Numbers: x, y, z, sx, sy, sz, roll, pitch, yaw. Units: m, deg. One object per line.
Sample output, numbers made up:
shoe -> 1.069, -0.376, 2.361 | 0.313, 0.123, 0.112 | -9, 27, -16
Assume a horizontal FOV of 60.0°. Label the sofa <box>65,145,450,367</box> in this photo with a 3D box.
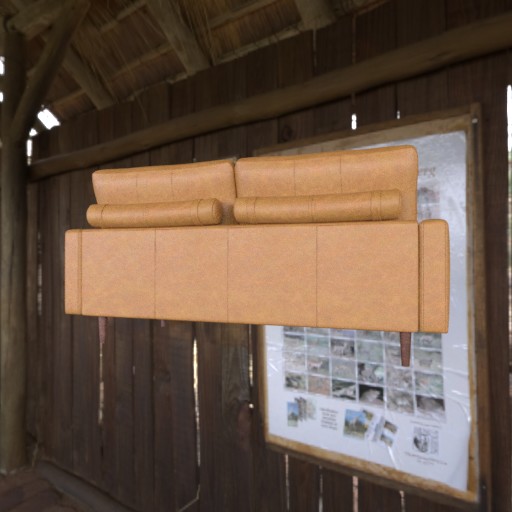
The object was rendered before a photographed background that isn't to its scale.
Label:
sofa -> 0.000, 0.000, 2.308 | 1.821, 0.898, 0.850 | 0, 0, 20
